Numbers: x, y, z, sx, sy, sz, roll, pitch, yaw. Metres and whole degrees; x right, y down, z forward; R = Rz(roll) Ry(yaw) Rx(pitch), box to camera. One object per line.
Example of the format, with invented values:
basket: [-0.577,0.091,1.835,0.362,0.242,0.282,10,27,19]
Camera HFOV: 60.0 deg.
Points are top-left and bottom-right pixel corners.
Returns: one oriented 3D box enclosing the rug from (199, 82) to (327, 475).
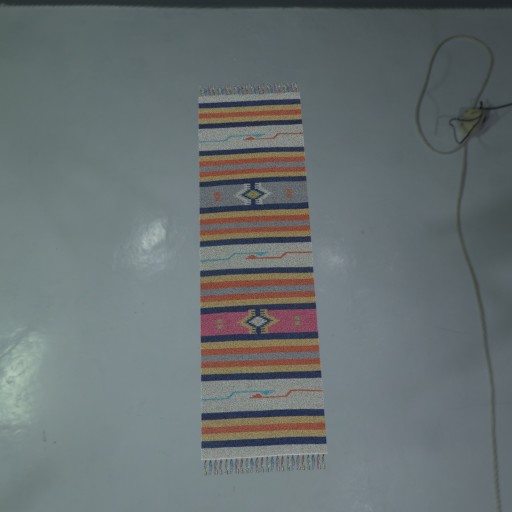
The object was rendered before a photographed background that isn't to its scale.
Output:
rug: [0.000,0.000,2.735,0.695,0.017,2.455,-2,75,-1]
